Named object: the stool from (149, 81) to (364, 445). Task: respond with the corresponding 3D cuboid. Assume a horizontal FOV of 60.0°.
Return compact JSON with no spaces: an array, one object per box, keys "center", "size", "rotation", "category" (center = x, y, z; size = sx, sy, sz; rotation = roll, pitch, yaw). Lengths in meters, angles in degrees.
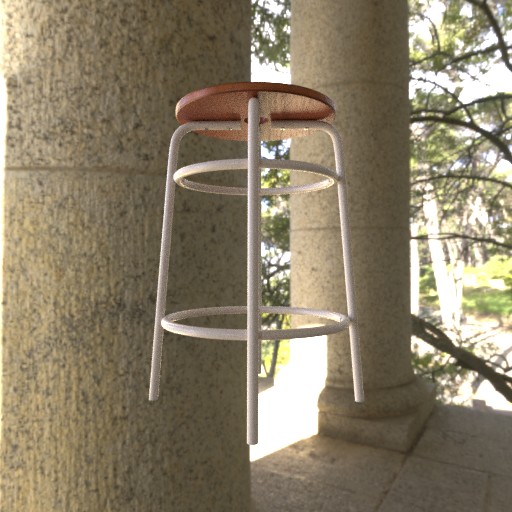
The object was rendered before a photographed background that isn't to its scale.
[{"center":[0.000,0.000,0.939],"size":[0.455,0.610,0.455],"rotation":[0,0,1],"category":"stool"}]
